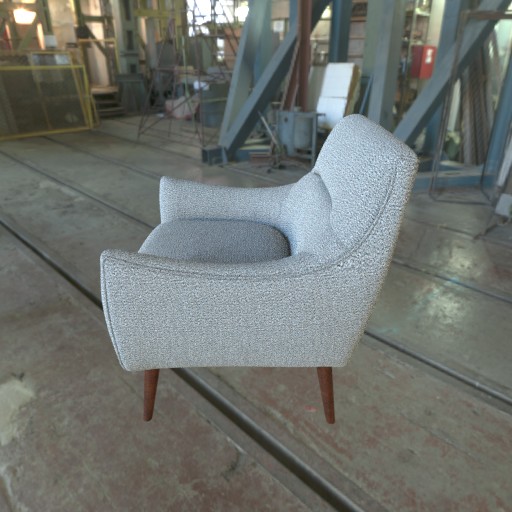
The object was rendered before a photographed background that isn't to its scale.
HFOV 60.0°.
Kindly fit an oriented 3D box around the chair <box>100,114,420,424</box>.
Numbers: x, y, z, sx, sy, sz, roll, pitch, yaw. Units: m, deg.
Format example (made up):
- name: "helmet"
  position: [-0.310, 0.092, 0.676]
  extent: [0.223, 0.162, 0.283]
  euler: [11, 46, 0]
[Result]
- name: "chair"
  position: [0.000, 0.000, 1.444]
  extent: [0.787, 0.838, 0.762]
  euler: [0, 25, 1]
